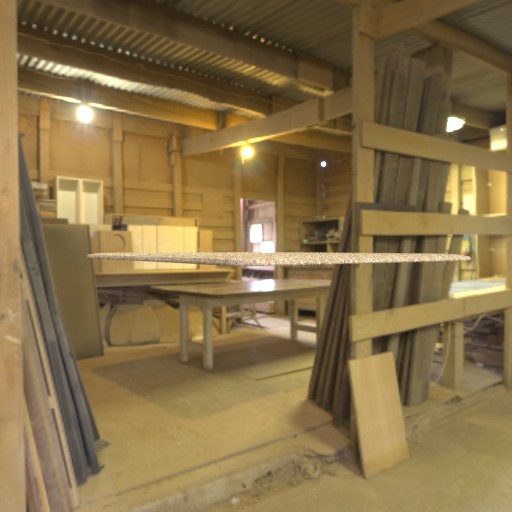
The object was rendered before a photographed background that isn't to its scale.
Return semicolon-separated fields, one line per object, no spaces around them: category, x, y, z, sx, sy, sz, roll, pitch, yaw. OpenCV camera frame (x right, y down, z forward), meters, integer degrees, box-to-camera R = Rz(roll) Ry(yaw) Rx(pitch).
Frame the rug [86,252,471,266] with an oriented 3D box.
rug;0.000;0.000;3.969;2.242;0.050;2.873;-1;1;-36
